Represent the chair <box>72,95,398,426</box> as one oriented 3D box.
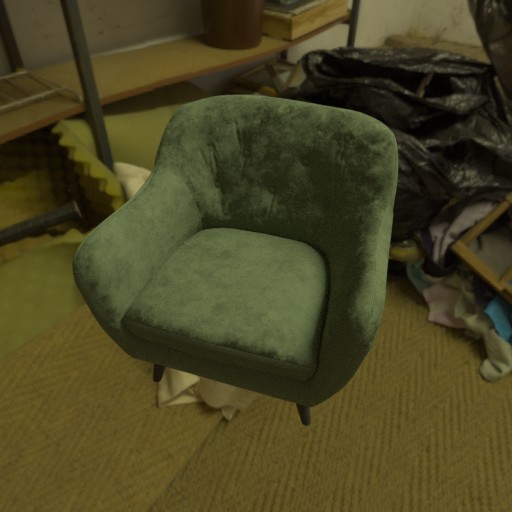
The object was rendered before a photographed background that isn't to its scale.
[{"bbox_3d":[0.000,0.000,1.503,0.840,0.804,0.819,12,42,13],"label":"chair"}]
